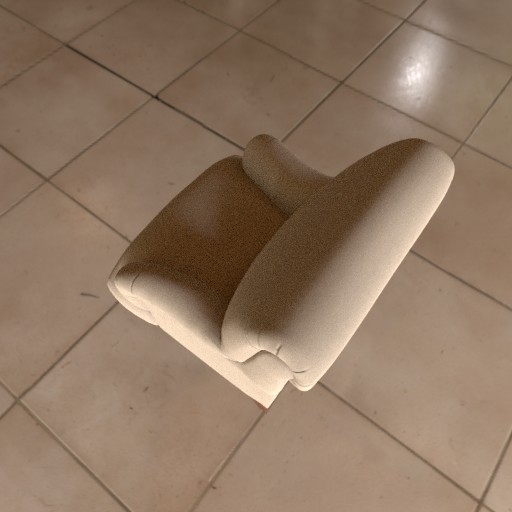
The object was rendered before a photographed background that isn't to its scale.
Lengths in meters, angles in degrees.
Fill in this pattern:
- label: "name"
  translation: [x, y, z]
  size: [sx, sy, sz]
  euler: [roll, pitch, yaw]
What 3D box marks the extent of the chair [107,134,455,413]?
- label: "chair"
  translation: [0.000, 0.000, 1.521]
  size: [0.842, 0.942, 0.766]
  euler: [33, 66, 17]
